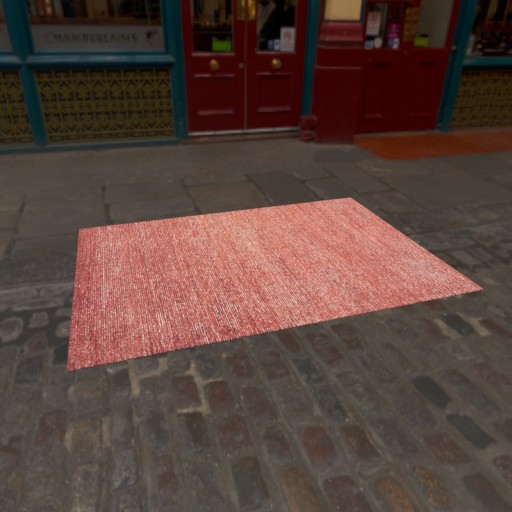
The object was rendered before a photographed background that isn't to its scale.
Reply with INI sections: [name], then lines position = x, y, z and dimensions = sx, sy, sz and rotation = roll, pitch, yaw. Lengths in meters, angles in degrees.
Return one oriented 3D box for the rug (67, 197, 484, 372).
[rug]
position = 0.000, 0.000, 5.145
dimensions = 3.965, 0.025, 2.803
rotation = -8, 29, -15
